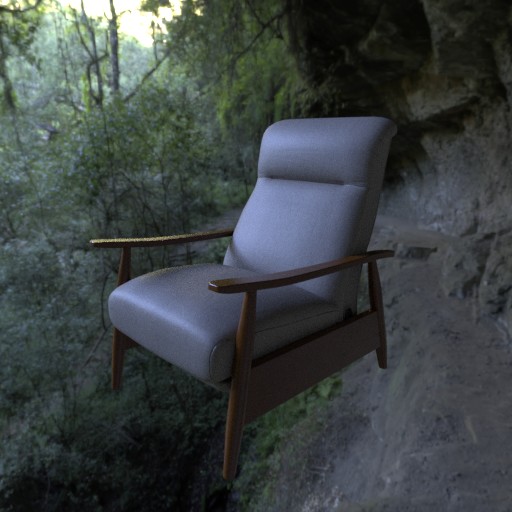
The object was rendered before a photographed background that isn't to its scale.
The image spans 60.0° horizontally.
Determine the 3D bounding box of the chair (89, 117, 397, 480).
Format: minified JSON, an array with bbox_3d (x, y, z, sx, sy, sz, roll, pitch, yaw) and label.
[{"bbox_3d":[0.000,0.000,1.782,0.762,1.082,1.032,15,21,43],"label":"chair"}]
